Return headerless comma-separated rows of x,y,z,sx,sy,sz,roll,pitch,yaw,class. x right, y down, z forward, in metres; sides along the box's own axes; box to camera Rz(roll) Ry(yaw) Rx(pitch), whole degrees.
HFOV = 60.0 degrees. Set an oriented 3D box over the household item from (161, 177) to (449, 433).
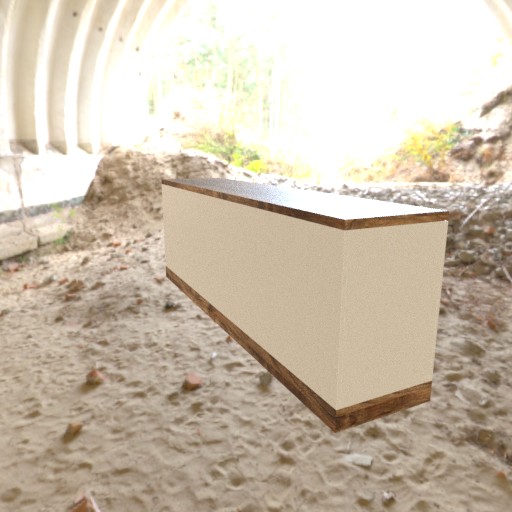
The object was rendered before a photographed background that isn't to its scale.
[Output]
0.000,0.000,2.062,0.390,0.615,1.800,-7,15,-26,household item
